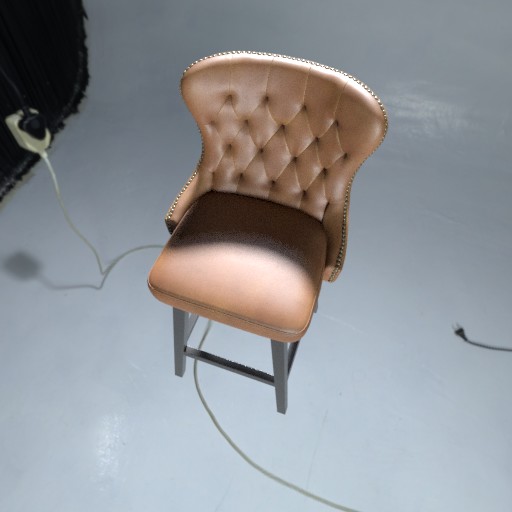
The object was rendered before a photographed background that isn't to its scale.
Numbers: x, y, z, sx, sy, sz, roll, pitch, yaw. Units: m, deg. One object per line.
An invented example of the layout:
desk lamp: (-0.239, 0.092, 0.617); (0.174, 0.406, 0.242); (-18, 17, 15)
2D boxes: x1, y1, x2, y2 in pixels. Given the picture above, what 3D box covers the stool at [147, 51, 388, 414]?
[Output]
stool: (0.000, 0.000, 1.344); (0.528, 0.971, 0.593); (16, 58, 10)
